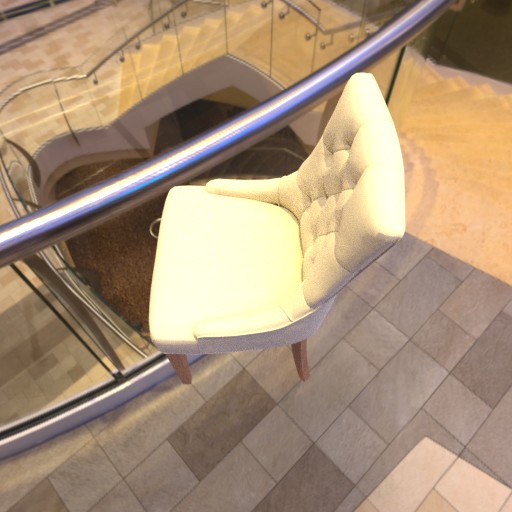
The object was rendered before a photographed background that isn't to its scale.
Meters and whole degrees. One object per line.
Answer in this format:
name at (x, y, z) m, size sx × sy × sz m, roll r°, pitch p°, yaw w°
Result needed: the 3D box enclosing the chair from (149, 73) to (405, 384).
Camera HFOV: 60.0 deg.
chair at (0.000, 0.000, 1.231) m, size 0.565 × 0.874 × 0.509 m, roll 0°, pitch 59°, yaw 0°
